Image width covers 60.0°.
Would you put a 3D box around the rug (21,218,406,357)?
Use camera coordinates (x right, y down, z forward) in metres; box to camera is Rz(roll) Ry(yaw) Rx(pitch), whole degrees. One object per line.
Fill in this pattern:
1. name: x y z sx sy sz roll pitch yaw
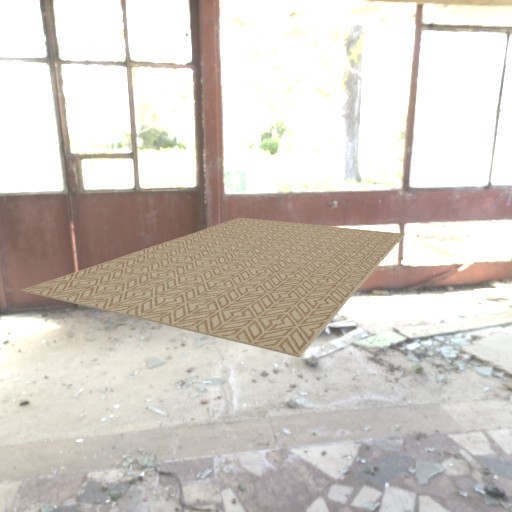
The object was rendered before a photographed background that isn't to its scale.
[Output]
1. rug: 0.000 0.000 2.324 1.220 0.007 1.828 8 17 26
